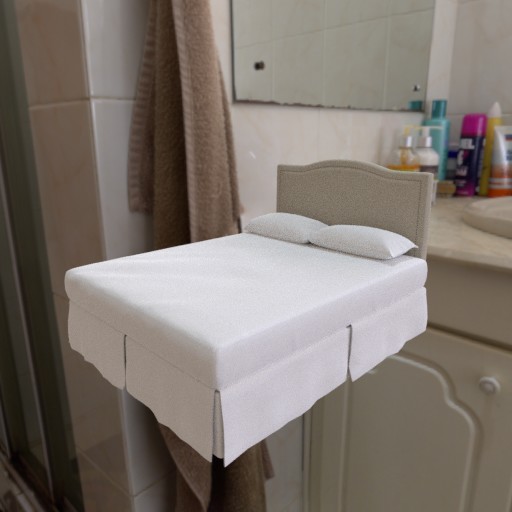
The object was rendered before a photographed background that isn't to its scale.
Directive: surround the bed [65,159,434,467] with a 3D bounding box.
[{"bbox_3d":[0.000,0.000,3.569,2.477,1.437,1.977,-15,21,-42],"label":"bed"}]
